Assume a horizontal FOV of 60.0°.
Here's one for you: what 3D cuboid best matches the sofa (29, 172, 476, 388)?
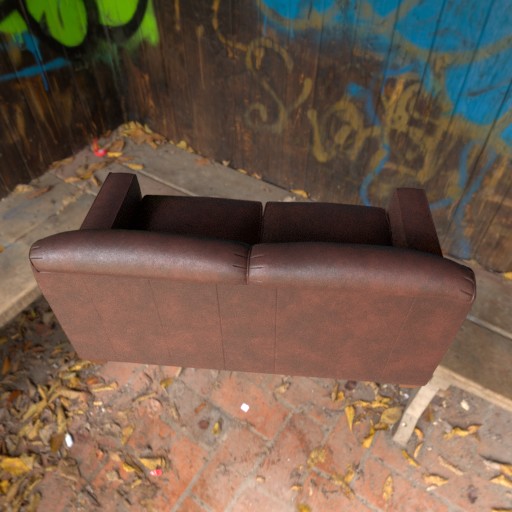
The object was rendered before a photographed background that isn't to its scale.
[{"bbox_3d":[0.000,0.000,2.375,1.856,0.966,1.000,4,47,3],"label":"sofa"}]
